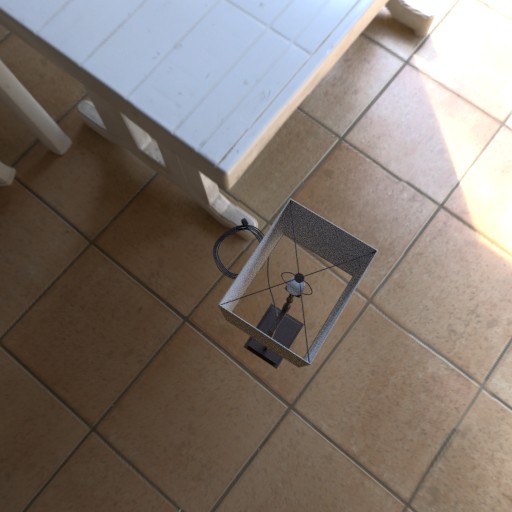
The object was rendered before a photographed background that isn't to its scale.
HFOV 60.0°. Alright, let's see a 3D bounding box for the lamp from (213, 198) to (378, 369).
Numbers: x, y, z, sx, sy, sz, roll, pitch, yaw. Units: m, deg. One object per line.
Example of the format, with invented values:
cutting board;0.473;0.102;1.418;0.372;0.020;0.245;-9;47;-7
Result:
lamp;0.000;0.000;2.012;0.774;1.600;0.698;32;77;8
